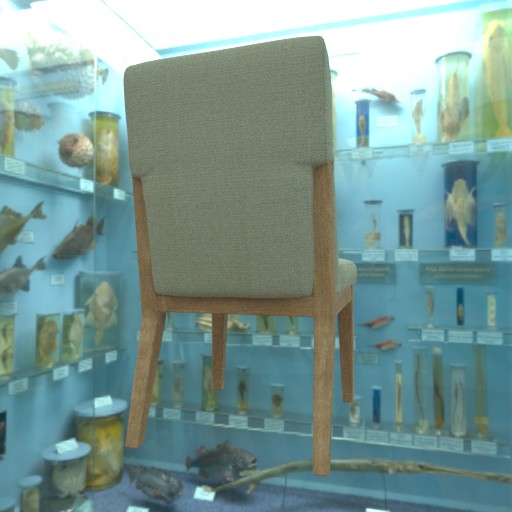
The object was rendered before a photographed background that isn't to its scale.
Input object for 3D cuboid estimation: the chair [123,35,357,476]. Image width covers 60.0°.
[{"bbox_3d":[0.000,0.000,1.233,0.507,0.911,0.586,0,-1,18],"label":"chair"}]
